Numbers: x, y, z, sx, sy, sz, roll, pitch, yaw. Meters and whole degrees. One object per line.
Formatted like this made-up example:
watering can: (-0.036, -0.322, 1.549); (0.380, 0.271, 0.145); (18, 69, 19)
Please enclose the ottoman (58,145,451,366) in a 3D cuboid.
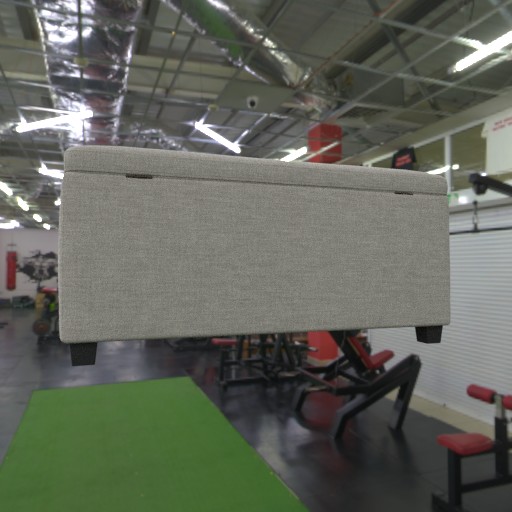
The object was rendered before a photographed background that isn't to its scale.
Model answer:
ottoman: (0.000, 0.000, 1.136); (0.902, 0.432, 0.419); (1, -2, -18)
